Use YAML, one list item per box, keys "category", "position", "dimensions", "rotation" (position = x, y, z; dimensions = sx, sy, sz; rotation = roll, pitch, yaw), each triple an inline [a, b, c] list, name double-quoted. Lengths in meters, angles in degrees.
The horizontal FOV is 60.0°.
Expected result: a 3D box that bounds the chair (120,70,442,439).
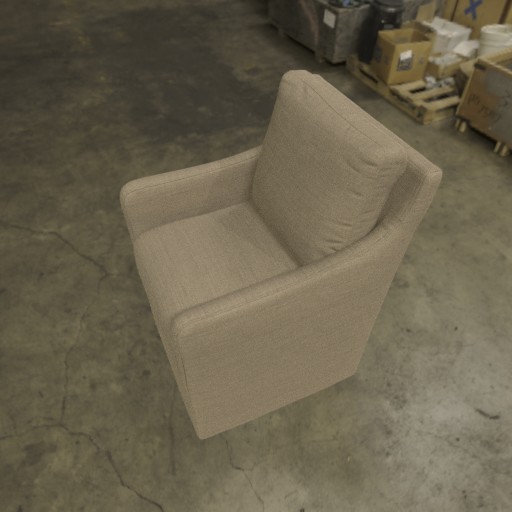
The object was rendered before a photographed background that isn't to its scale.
- category: "chair"
  position: [0.000, 0.000, 1.380]
  dimensions: [0.694, 0.914, 0.626]
  rotation: [-18, 48, -17]
